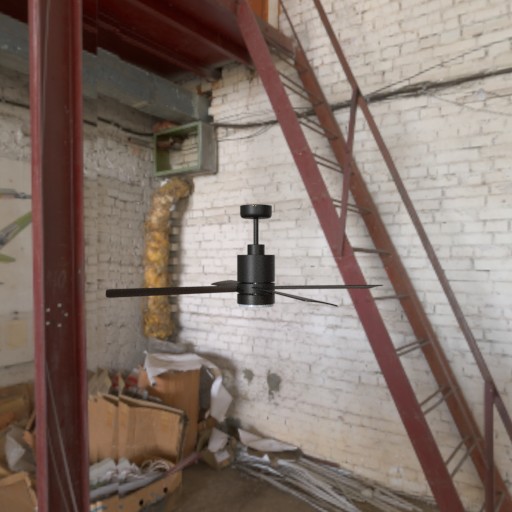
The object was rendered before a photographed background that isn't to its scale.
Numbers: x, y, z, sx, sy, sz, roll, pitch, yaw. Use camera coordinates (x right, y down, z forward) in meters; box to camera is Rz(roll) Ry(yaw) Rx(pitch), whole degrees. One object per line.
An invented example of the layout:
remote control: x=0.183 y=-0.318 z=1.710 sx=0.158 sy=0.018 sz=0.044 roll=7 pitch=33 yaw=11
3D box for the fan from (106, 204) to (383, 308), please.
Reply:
fan: x=0.000 y=0.000 z=2.375 sx=1.525 sy=0.534 sz=1.525 roll=0 pitch=0 yaw=-18
